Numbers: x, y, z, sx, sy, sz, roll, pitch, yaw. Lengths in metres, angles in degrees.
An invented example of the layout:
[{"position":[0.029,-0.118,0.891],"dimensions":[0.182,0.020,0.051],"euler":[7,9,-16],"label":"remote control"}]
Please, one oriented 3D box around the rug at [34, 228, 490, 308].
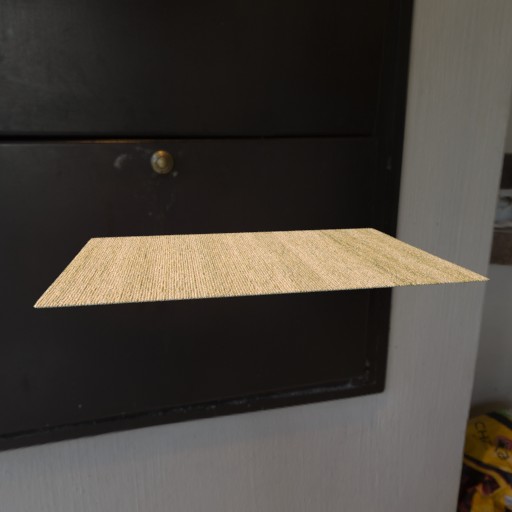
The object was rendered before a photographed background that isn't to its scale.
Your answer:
[{"position":[0.000,0.000,2.204],"dimensions":[1.758,0.010,1.143],"euler":[-3,15,-10],"label":"rug"}]
